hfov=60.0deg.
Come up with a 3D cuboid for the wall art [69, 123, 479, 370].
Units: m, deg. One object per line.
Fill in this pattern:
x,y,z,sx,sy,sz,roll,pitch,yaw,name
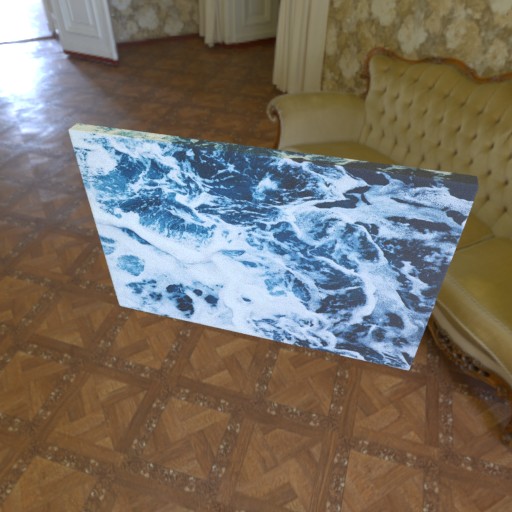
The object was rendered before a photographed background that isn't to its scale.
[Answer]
0.000,0.000,1.168,0.915,0.610,0.042,10,42,12,wall art
